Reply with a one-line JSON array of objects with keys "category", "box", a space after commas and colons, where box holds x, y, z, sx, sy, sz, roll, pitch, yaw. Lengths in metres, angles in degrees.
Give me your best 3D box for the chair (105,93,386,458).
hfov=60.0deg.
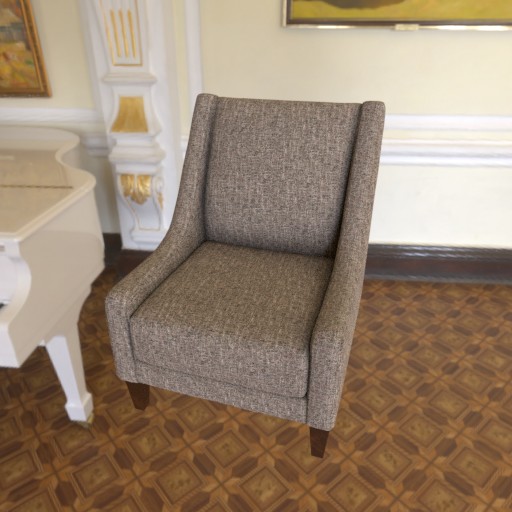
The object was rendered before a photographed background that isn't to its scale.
[{"category": "chair", "box": [0.000, 0.000, 1.630, 0.774, 1.014, 0.870, 8, 29, 16]}]
